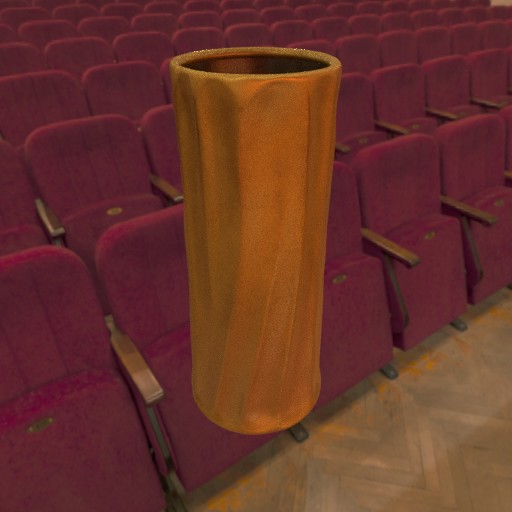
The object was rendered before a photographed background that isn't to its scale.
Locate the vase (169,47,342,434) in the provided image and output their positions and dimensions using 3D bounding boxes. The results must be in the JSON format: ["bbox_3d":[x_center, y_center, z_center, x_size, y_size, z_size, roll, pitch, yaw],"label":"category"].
[{"bbox_3d":[0.000,0.000,0.174,0.061,0.143,0.061,0,33,0],"label":"vase"}]
